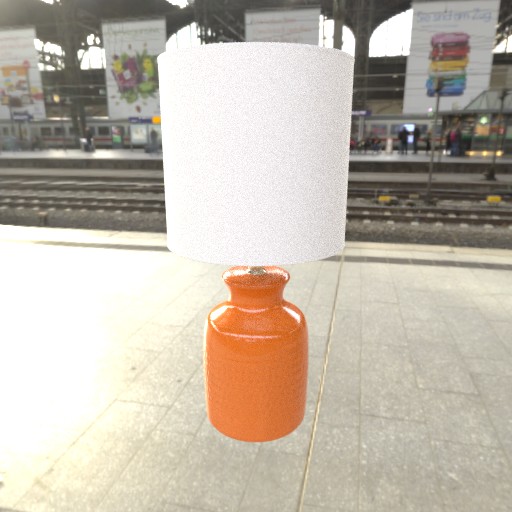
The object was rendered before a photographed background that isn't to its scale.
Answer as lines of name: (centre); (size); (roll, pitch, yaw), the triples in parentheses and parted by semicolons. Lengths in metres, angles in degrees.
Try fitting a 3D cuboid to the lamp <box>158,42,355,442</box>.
lamp: (0.000, 0.000, 1.073); (0.418, 0.871, 0.418); (3, 15, 10)
